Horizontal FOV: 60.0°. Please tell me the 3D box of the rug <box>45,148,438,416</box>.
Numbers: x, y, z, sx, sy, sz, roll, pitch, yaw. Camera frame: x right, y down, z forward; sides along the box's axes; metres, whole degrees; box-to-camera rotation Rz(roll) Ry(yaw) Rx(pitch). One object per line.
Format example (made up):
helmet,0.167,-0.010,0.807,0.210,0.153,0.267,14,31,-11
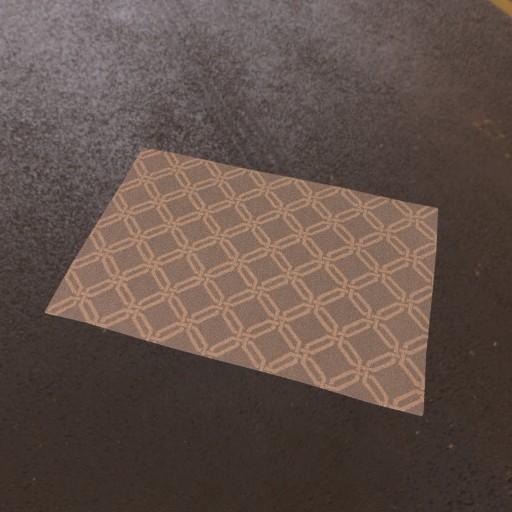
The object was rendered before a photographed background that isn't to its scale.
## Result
rug,0.000,0.000,2.246,1.754,0.010,1.148,13,58,8
